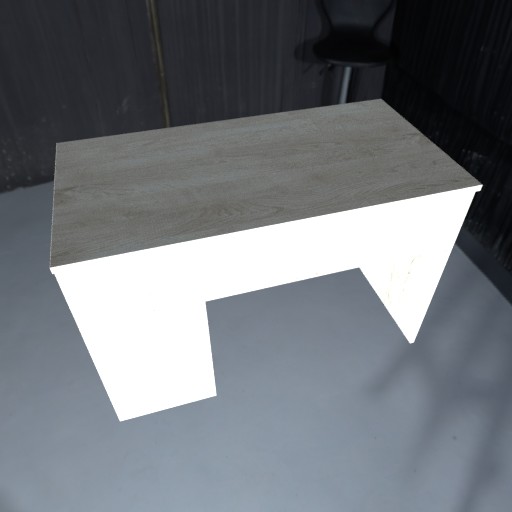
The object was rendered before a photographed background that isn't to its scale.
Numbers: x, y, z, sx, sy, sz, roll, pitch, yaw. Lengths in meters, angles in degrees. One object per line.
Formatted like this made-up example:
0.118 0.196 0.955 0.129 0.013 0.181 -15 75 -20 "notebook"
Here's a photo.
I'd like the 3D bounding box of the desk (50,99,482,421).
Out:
0.000 0.000 1.512 1.096 0.730 0.560 -12 45 -12 "desk"
